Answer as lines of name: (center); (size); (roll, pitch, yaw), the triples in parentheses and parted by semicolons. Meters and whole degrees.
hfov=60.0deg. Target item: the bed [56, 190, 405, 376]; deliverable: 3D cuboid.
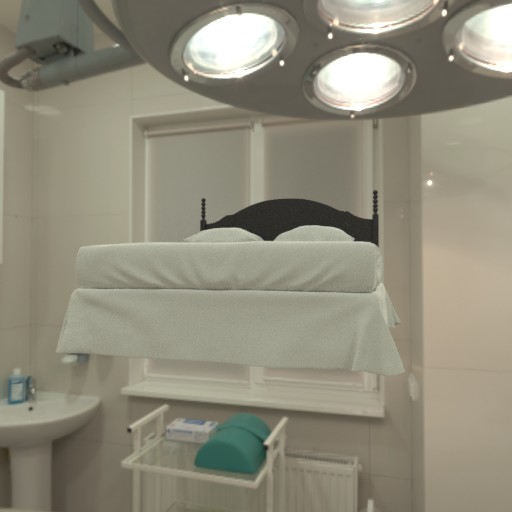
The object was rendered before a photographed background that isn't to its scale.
bed: (0.000, 0.000, 3.659); (2.322, 1.355, 2.219); (0, -1, 17)
